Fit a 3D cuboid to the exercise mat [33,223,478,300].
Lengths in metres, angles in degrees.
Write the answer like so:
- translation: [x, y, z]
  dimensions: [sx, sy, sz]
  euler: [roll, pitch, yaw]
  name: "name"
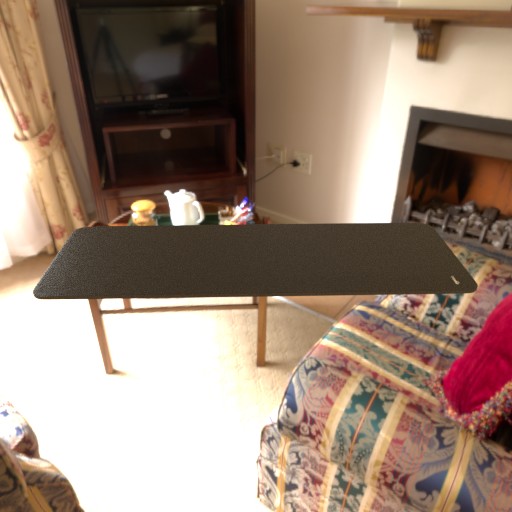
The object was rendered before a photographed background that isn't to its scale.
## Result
- translation: [0.000, 0.000, 2.074]
  dimensions: [1.869, 0.021, 0.616]
  euler: [-1, 31, -1]
  name: "exercise mat"
